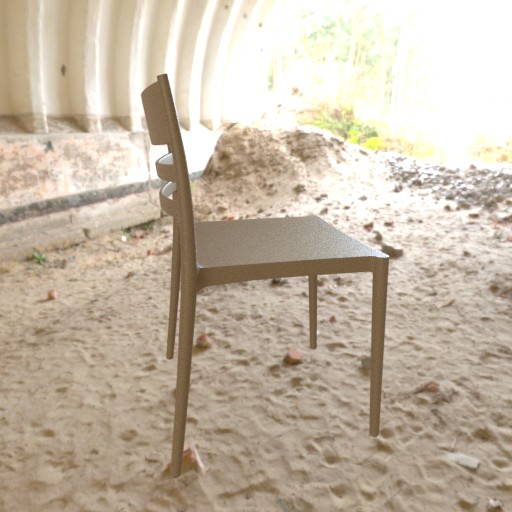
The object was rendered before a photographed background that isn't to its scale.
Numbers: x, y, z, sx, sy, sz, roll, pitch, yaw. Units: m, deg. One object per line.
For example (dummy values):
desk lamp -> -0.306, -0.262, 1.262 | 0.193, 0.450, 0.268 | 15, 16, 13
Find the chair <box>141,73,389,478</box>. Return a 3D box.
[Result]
chair -> 0.000, 0.000, 1.118 | 0.511, 0.800, 0.531 | -3, 17, -12
